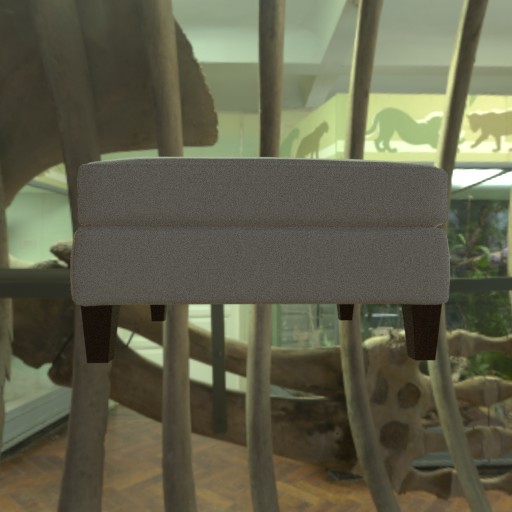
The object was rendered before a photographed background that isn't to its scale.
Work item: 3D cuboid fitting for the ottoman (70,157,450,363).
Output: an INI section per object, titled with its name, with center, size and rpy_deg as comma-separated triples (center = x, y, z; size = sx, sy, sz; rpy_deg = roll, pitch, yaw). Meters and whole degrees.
[ottoman]
center = 0.000, 0.000, 1.357
size = 0.838, 0.479, 0.838
rpy_deg = 0, -1, -2
